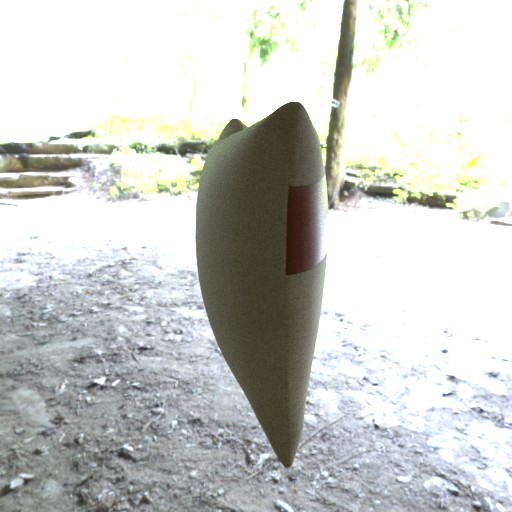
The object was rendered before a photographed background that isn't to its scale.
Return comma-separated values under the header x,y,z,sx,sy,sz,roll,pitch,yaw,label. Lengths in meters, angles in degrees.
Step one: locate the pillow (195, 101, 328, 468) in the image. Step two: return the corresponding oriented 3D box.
x,y,z,sx,sy,sz,roll,pitch,yaw,label
0.000,0.000,0.645,0.173,0.399,0.414,-3,15,-10,pillow
